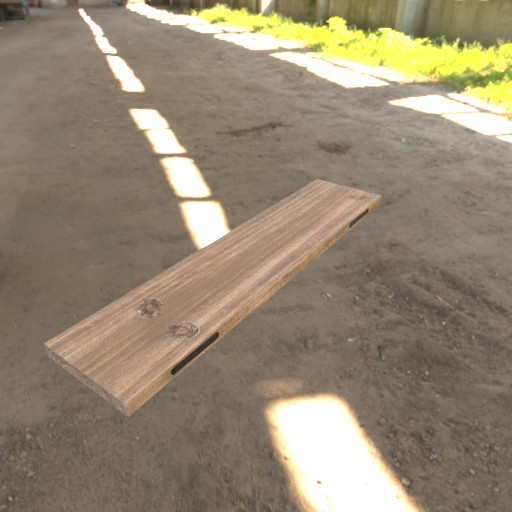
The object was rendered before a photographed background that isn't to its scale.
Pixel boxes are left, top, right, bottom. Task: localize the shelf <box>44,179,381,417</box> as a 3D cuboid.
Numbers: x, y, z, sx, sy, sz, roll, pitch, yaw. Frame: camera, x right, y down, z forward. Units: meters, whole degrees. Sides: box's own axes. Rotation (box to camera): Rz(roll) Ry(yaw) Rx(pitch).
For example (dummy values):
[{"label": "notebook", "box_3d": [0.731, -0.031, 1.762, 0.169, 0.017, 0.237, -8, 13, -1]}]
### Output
[{"label": "shelf", "box_3d": [0.000, 0.000, 0.674, 0.140, 0.020, 0.610, 21, 38, 31]}]
